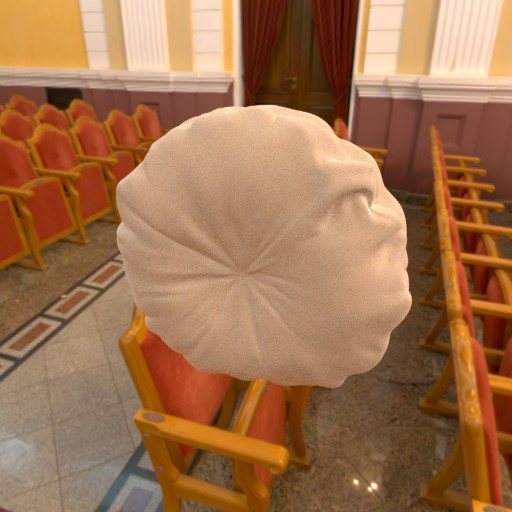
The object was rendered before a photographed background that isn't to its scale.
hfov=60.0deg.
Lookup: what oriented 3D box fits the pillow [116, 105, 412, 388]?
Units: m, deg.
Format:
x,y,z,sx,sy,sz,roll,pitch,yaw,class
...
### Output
x,y,z,sx,sy,sz,roll,pitch,yaw,class
0.000,0.000,0.629,0.428,0.407,0.148,8,27,17,pillow
